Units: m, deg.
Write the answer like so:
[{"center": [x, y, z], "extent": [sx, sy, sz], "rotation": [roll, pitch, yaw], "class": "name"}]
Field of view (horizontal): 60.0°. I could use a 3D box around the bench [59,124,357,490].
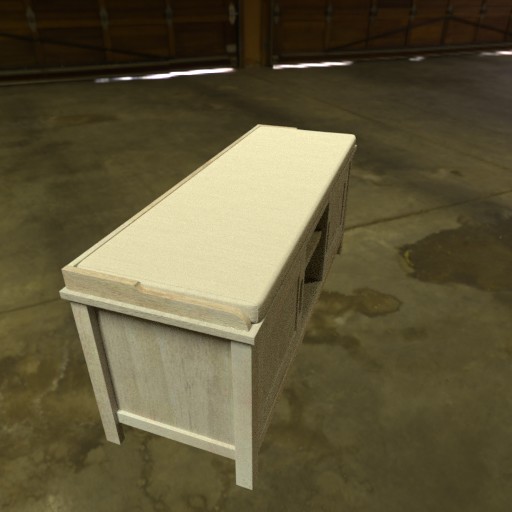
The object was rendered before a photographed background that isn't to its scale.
[{"center": [0.000, 0.000, 1.359], "extent": [0.398, 0.501, 1.140], "rotation": [10, 32, 17], "class": "bench"}]
